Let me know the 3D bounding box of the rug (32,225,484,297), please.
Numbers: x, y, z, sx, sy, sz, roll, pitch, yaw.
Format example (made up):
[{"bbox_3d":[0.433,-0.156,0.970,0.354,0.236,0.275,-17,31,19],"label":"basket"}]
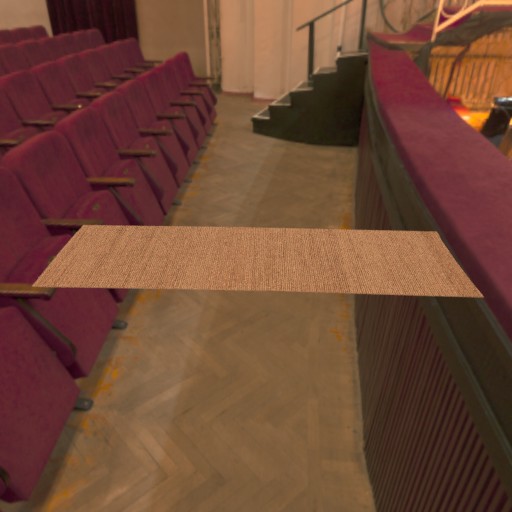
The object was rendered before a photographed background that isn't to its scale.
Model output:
[{"bbox_3d":[0.000,0.000,2.652,2.390,0.014,0.741,1,30,2],"label":"rug"}]
